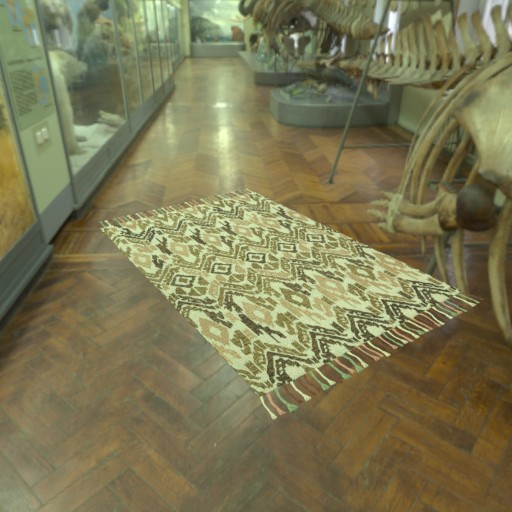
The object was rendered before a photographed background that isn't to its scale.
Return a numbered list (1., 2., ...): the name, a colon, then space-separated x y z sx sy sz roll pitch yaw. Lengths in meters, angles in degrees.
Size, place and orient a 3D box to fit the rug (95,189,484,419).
1. rug: 0.000 0.000 3.044 1.524 0.008 2.438 -18 32 -31
